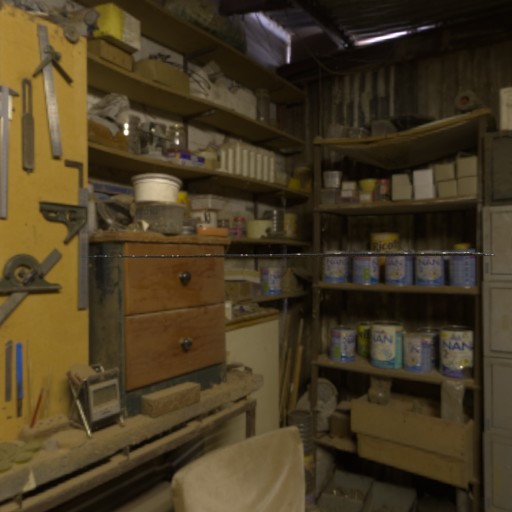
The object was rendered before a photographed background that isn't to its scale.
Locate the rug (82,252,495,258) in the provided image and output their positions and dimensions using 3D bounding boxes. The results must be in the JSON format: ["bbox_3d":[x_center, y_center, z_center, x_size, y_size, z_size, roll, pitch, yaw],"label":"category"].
[{"bbox_3d":[0.000,0.000,2.673,2.476,0.010,0.807,0,-1,37],"label":"rug"}]
